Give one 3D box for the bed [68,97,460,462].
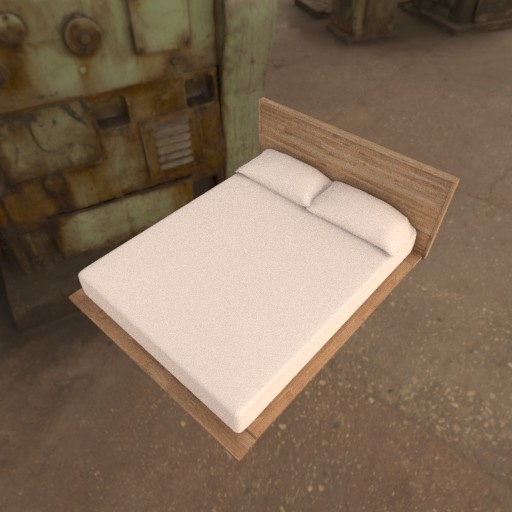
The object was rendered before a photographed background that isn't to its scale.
[{"bbox_3d":[0.000,0.000,3.208,1.759,1.071,2.145,33,54,28],"label":"bed"}]
